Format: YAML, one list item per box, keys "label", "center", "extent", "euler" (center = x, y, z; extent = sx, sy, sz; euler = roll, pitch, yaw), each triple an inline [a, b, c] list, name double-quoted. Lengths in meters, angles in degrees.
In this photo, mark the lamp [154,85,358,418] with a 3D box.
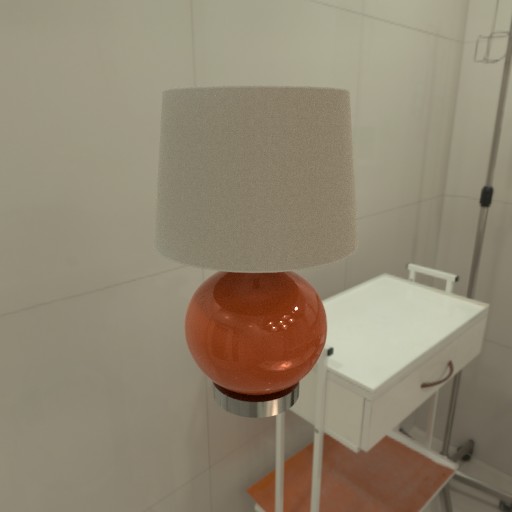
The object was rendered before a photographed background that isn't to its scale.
- label: "lamp"
  center: [0.000, 0.000, 0.553]
  extent: [0.247, 0.387, 0.247]
  euler: [0, 18, 0]
